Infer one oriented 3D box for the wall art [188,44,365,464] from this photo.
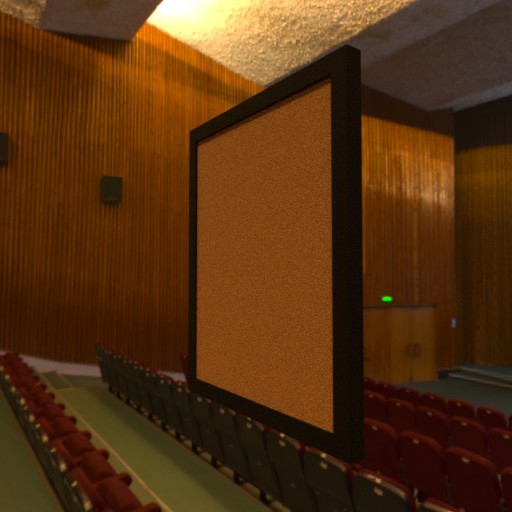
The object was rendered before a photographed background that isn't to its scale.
[{"bbox_3d":[0.000,0.000,0.782,0.029,0.559,0.457,2,-3,-36],"label":"wall art"}]
